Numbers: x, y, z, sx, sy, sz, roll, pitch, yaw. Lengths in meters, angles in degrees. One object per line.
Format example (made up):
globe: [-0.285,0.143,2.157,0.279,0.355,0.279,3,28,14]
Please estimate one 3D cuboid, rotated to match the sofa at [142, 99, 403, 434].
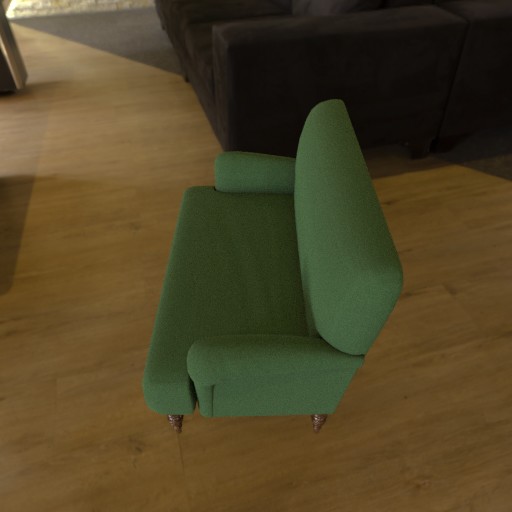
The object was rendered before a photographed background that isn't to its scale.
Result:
sofa: [0.000,0.000,1.849,0.779,0.889,1.297,0,42,0]
